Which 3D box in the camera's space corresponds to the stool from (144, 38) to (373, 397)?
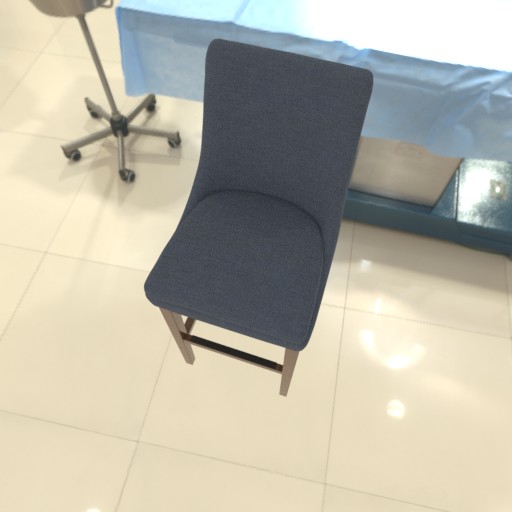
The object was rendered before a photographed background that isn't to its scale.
[{"bbox_3d":[0.000,0.000,1.399,0.470,1.078,0.577,16,60,9],"label":"stool"}]
